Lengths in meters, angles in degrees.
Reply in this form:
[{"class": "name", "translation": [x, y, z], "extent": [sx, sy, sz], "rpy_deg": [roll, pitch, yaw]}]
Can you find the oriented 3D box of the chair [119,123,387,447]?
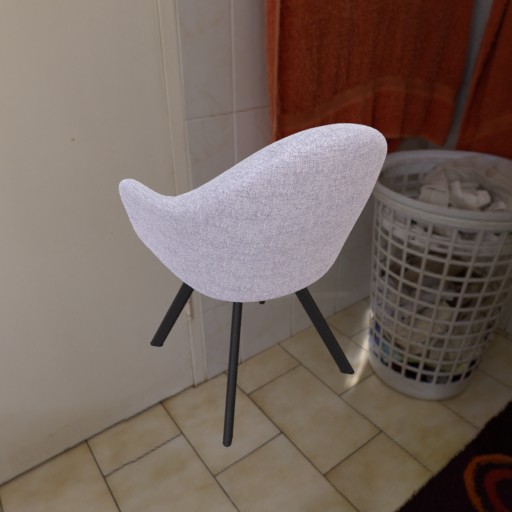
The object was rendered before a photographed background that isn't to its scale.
[{"class": "chair", "translation": [0.000, 0.000, 1.179], "extent": [0.540, 0.780, 0.570], "rpy_deg": [-19, 35, -30]}]
